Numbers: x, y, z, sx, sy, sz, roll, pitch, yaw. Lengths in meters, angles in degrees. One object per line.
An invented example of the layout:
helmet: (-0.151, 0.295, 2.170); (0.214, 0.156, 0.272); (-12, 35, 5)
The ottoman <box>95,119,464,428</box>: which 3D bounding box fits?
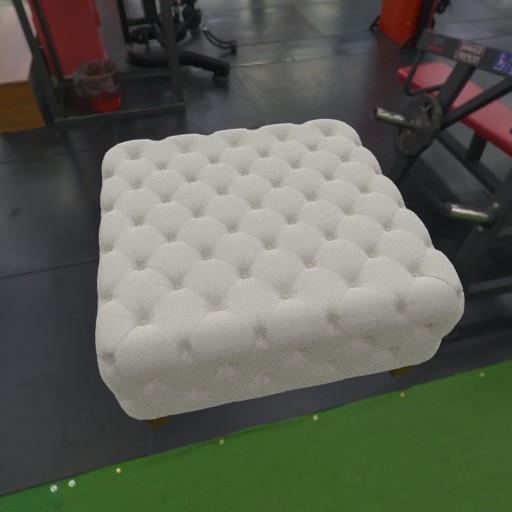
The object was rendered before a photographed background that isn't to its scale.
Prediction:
ottoman: (0.000, 0.000, 1.193); (0.753, 0.376, 0.755); (-9, 46, -9)
